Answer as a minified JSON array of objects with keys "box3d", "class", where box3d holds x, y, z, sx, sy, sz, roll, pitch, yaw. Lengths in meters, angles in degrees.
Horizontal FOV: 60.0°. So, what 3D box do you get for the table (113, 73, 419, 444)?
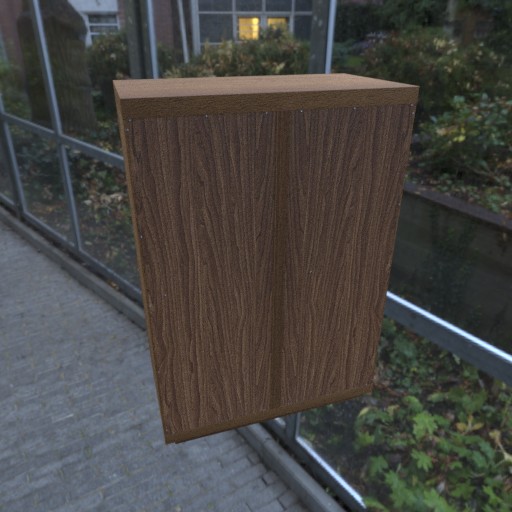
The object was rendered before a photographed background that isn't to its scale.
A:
[{"box3d":[0.000,0.000,1.769,0.901,1.294,0.524,-8,28,-16],"class":"table"}]
